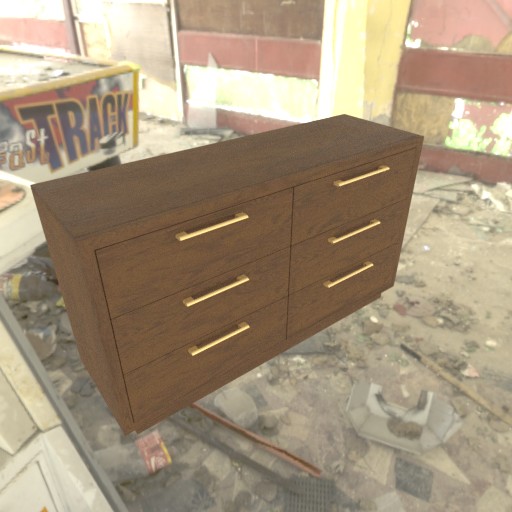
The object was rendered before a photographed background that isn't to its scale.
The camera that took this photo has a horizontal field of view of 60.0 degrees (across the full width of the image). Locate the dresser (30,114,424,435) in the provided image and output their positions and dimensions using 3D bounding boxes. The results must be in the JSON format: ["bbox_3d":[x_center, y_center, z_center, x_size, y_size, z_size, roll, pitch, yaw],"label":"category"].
[{"bbox_3d":[0.000,0.000,1.946,1.523,0.889,0.512,-22,38,-31],"label":"dresser"}]
